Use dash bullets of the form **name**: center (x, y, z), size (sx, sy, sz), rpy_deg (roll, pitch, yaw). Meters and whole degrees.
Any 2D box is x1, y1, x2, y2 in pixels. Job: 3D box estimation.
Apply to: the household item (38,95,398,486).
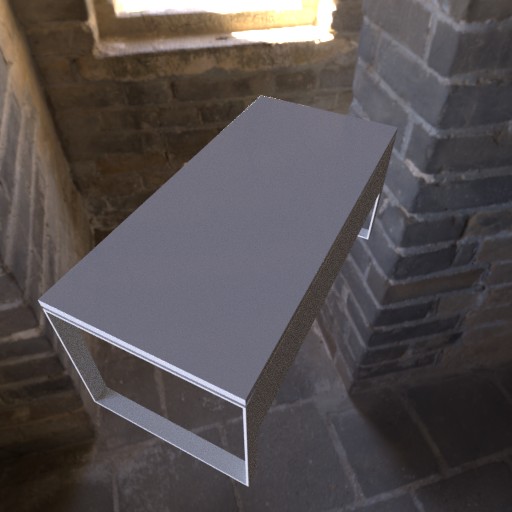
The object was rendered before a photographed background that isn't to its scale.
- **household item**: center (0.000, 0.000, 2.177), size (0.800, 0.745, 1.700), rpy_deg (20, 49, 19)
